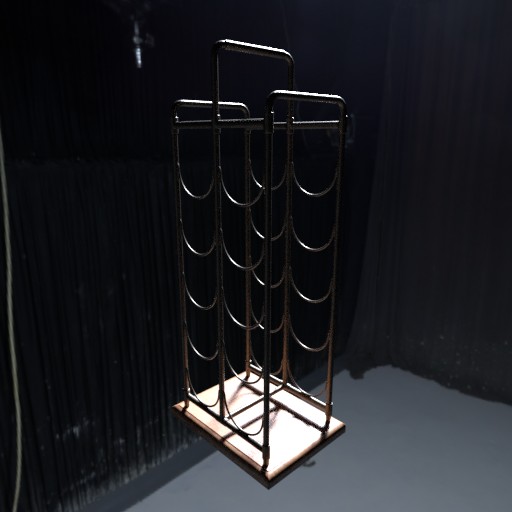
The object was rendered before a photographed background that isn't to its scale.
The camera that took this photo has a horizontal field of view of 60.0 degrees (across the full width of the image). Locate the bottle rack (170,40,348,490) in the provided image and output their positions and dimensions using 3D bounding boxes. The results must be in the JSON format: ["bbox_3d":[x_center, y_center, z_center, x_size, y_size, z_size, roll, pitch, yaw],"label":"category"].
[{"bbox_3d":[0.000,0.000,0.780,0.208,0.680,0.276,-14,21,-42],"label":"bottle rack"}]
